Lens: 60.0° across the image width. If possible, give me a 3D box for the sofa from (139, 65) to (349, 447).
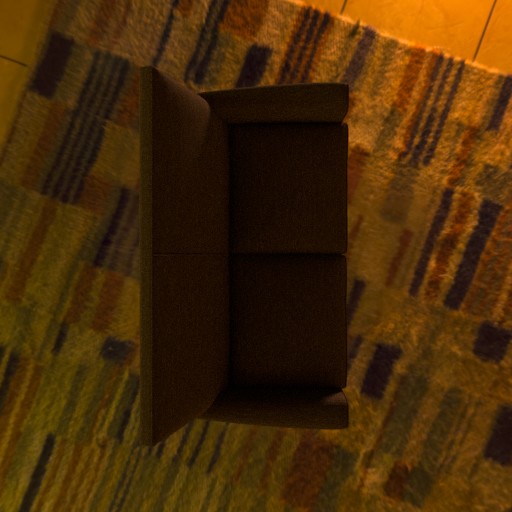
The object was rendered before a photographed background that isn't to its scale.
[{"bbox_3d":[0.000,0.000,2.097,0.867,0.905,1.509,0,90,1],"label":"sofa"}]
